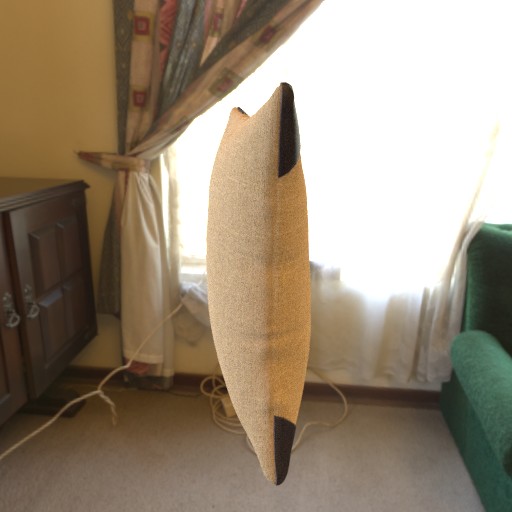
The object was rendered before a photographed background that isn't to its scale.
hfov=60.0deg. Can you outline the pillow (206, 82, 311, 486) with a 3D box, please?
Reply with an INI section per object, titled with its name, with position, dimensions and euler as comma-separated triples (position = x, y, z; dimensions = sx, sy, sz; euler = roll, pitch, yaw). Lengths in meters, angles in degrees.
[pillow]
position = 0.000, 0.000, 0.656
dimensions = 0.147, 0.441, 0.440
euler = -2, 16, -9
